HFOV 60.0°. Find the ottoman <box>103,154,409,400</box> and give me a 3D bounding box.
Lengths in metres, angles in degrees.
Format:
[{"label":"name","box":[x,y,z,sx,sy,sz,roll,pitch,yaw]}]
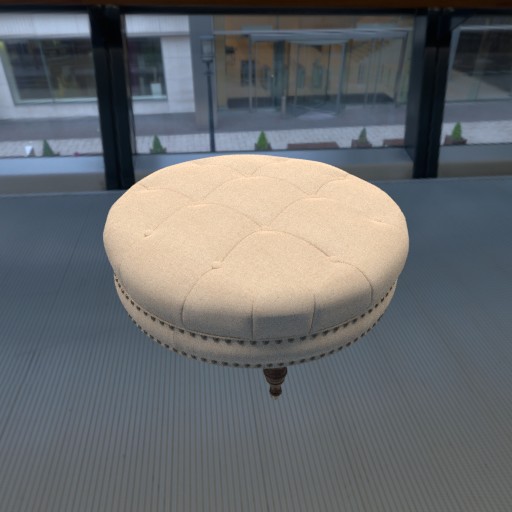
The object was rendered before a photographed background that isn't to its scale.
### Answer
[{"label":"ottoman","box":[0.000,0.000,1.493,0.940,0.483,0.940,0,34,0]}]
